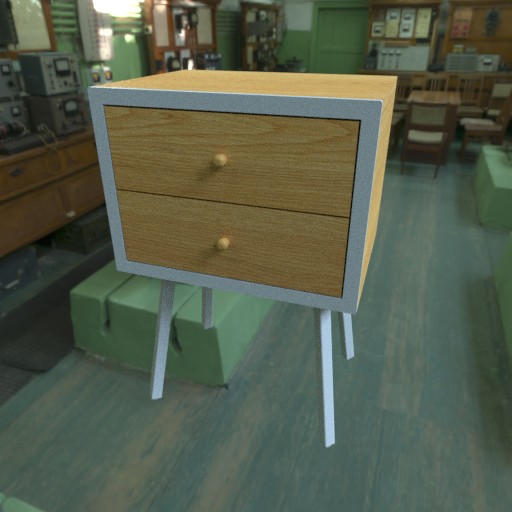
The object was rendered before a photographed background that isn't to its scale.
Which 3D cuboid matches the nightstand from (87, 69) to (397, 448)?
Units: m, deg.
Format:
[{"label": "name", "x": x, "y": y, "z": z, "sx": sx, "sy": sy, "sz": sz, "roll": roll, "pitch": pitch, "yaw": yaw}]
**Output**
[{"label": "nightstand", "x": 0.000, "y": 0.000, "z": 0.816, "sx": 0.400, "sy": 0.601, "sz": 0.316, "roll": 9, "pitch": 29, "yaw": 17}]
